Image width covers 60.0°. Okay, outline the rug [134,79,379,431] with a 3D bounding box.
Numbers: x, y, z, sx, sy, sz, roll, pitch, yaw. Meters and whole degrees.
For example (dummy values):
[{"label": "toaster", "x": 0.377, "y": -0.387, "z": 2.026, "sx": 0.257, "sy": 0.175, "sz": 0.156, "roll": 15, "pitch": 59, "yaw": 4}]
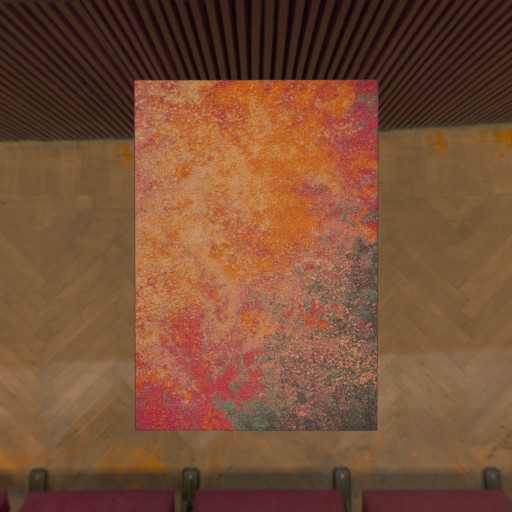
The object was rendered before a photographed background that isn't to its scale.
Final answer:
[{"label": "rug", "x": 0.000, "y": 0.000, "z": 3.647, "sx": 2.007, "sy": 0.013, "sz": 2.896, "roll": 0, "pitch": 91, "yaw": 0}]
